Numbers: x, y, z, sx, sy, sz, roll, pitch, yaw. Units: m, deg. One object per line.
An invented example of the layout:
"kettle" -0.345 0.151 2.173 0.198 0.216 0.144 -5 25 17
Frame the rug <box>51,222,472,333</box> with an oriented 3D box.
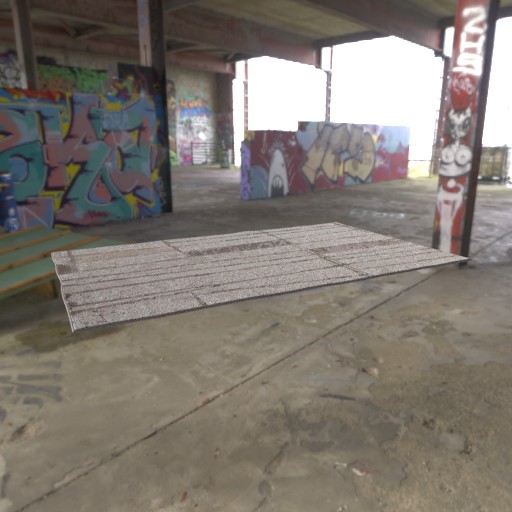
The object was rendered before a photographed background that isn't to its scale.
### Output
"rug" 0.000 0.000 1.057 0.867 0.007 0.515 -8 17 -26
